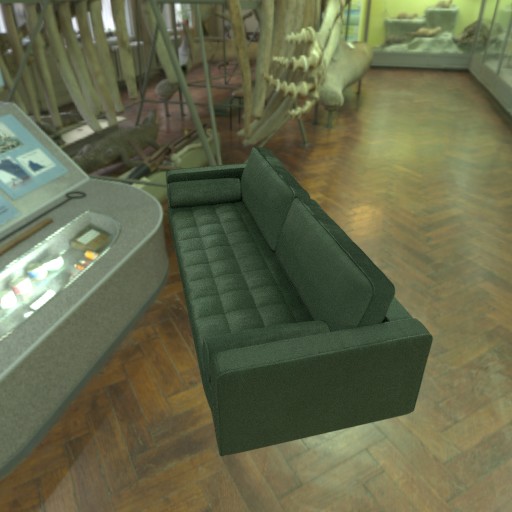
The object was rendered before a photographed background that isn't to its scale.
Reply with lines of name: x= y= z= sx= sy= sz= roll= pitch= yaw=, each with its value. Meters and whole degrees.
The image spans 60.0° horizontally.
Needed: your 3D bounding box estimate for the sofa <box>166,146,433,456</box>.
sofa: x=0.000 y=0.000 z=2.678 sx=0.918 sy=0.769 sz=2.199 roll=-8 pitch=32 yaw=-12
